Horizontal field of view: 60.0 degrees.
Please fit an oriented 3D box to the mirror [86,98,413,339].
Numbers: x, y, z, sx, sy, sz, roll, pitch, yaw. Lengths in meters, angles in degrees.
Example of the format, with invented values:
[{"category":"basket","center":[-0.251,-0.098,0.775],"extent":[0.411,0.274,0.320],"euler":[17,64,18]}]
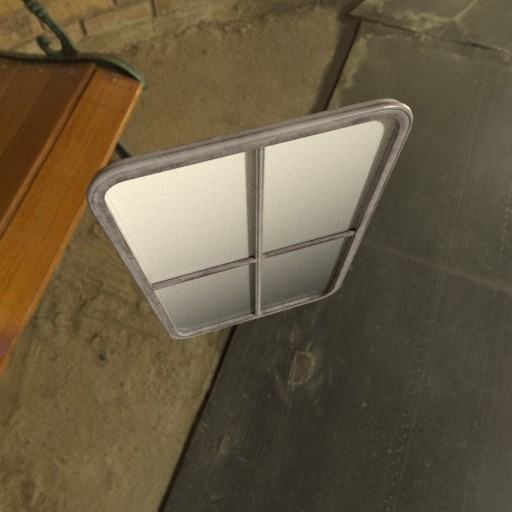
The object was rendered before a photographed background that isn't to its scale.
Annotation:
[{"category":"mirror","center":[0.000,0.000,0.875],"extent":[0.461,0.713,0.024],"euler":[-15,65,-7]}]
